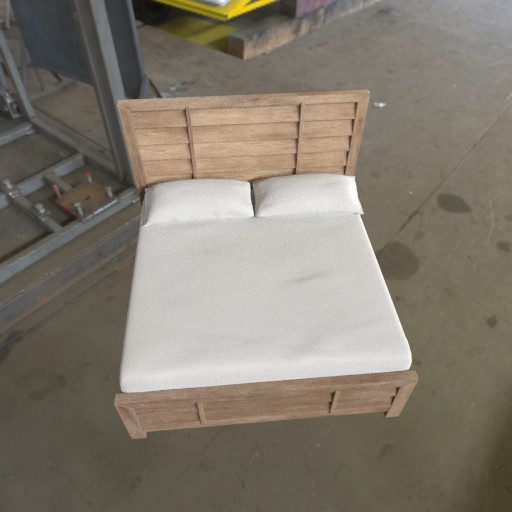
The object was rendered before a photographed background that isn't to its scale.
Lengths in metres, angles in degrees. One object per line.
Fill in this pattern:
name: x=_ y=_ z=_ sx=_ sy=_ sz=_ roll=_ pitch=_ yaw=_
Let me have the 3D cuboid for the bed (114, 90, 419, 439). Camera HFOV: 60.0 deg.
bed: x=0.000 y=0.000 z=3.465 sx=2.032 sy=1.626 sz=2.062 roll=-4 pitch=47 yaw=-3
